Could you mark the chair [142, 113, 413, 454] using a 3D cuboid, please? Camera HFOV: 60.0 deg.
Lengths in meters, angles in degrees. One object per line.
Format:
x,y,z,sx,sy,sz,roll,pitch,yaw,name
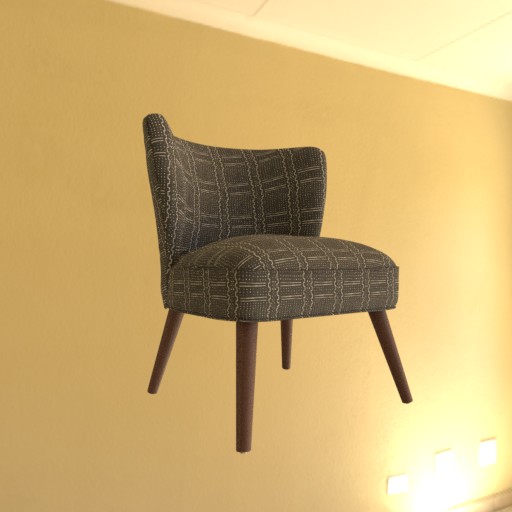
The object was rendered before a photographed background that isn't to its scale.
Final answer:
0.000,0.000,1.428,0.710,0.866,0.758,1,-1,-36,chair
